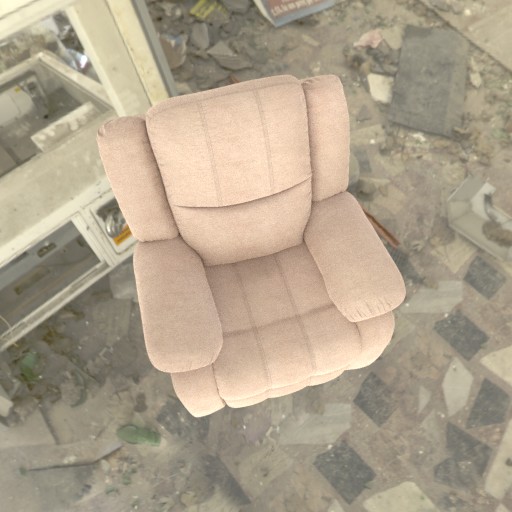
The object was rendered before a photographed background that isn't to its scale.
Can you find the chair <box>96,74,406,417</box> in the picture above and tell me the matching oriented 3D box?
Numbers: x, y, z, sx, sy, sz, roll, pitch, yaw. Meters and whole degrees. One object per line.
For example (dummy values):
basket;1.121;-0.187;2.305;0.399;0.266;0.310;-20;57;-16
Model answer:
chair;0.000;0.000;1.694;0.899;1.008;0.944;-15;65;-7
